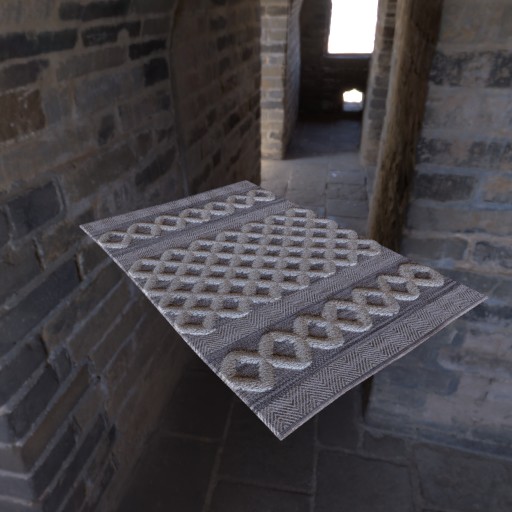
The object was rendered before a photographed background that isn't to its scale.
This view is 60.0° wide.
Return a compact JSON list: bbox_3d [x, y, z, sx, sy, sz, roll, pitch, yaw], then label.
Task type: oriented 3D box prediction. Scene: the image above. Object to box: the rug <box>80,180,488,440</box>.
[{"bbox_3d":[0.000,0.000,2.280,1.222,0.030,1.823,-21,37,-32],"label":"rug"}]
